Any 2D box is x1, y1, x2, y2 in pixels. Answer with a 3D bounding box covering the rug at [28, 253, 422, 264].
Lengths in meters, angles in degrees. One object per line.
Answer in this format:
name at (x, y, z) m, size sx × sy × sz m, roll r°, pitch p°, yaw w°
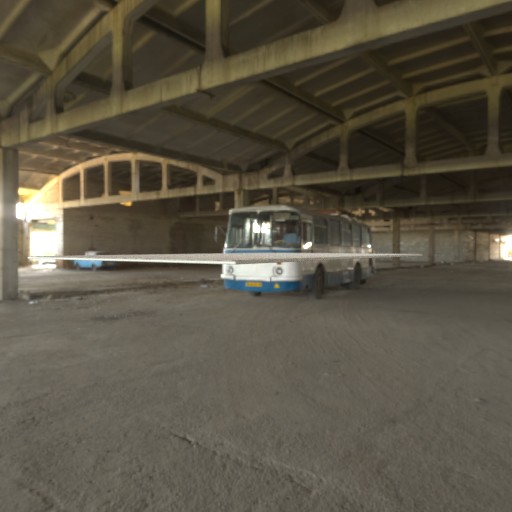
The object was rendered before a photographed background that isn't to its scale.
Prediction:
rug at (0.000, 0.000, 3.559) m, size 1.819 × 0.018 × 2.746 m, roll 1°, pitch 1°, yaw 37°
